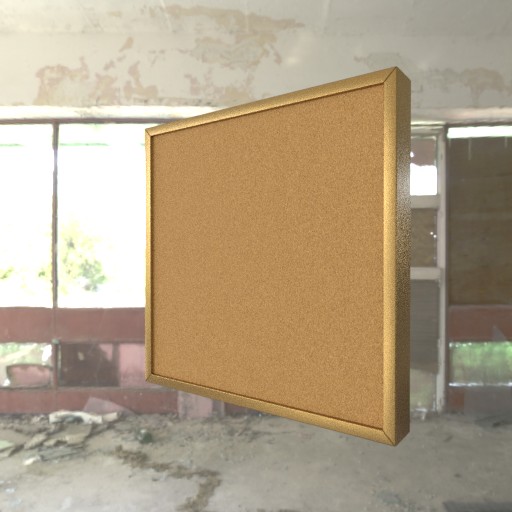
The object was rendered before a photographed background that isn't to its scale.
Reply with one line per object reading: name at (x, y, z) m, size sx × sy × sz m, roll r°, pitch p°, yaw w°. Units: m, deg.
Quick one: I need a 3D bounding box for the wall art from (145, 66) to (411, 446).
wall art at (0.000, 0.000, 0.459) m, size 0.305 × 0.305 × 0.037 m, roll 0°, pitch 1°, yaw 36°
